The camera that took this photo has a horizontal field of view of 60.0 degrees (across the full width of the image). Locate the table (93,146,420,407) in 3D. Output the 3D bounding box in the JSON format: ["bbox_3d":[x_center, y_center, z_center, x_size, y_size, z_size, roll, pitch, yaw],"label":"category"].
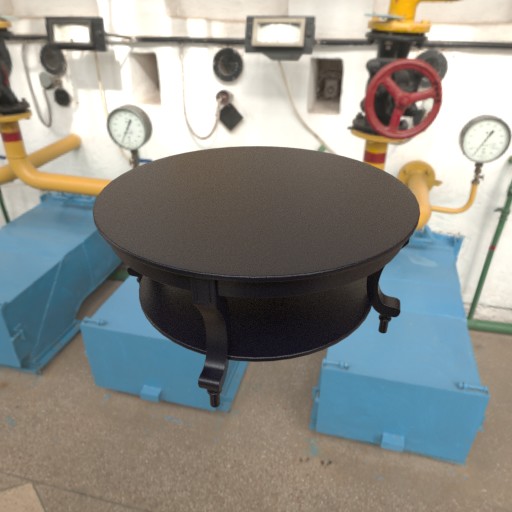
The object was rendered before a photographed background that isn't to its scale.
[{"bbox_3d":[0.000,0.000,1.577,1.029,0.491,1.029,0,30,0],"label":"table"}]
